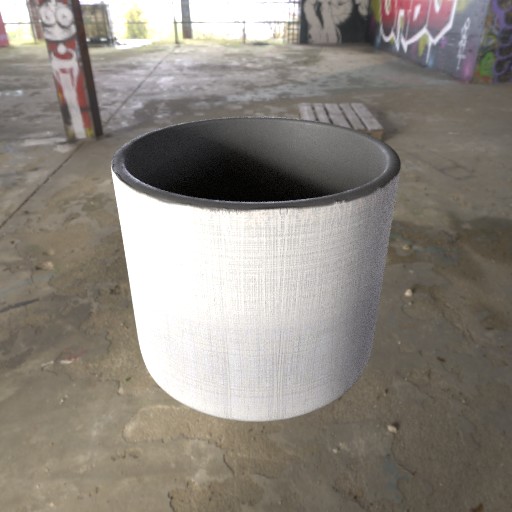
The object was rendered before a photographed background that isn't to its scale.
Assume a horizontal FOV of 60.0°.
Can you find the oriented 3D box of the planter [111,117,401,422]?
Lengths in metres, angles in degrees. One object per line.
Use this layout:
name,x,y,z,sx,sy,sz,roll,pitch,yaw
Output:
planter,0.000,0.000,0.450,0.254,0.221,0.254,0,31,0
